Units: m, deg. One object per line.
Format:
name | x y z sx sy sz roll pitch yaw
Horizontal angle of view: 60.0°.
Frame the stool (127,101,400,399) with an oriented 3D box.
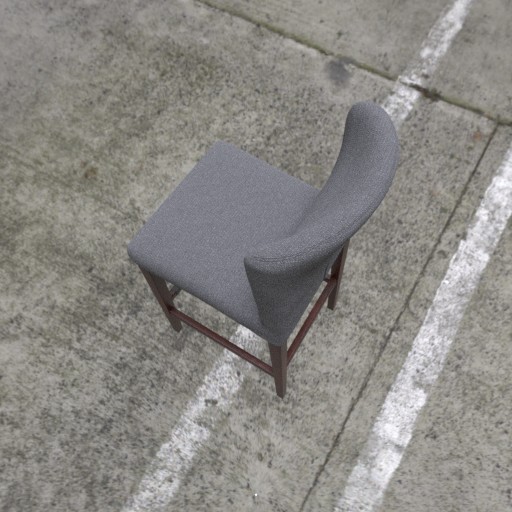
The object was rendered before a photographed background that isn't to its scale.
stool | 0.000 0.000 1.352 0.568 1.069 0.486 28 65 14
